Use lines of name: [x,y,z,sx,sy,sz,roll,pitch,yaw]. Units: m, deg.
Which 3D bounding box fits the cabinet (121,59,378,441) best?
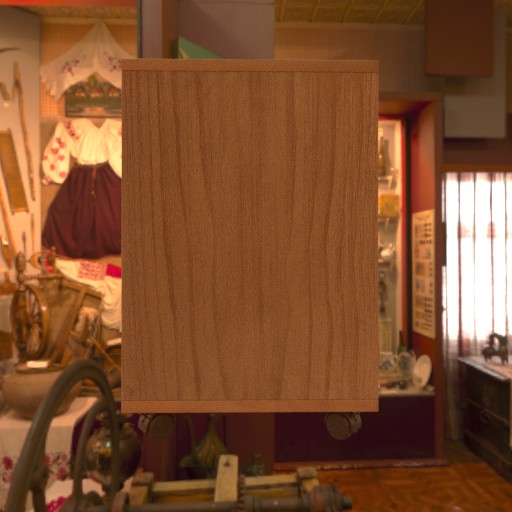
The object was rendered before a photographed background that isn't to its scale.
cabinet: [0.000,0.000,0.857,0.401,0.579,0.409,0,0,-1]
